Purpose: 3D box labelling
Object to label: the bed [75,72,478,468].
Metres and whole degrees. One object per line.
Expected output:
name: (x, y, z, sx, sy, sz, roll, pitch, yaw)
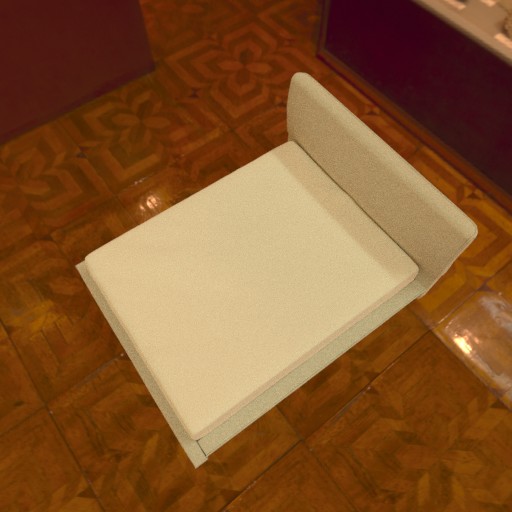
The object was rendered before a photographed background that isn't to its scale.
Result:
bed: (0.000, 0.000, 3.560, 2.498, 1.126, 1.980, -33, 67, -16)
